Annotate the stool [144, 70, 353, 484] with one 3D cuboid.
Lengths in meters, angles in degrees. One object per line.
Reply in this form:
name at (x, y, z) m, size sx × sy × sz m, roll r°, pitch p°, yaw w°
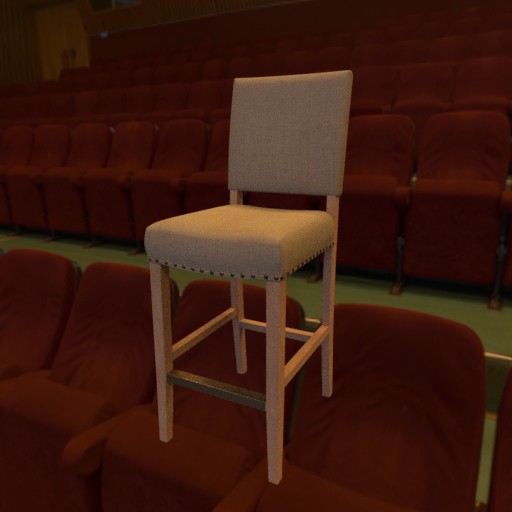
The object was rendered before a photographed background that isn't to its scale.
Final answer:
stool at (0.000, 0.000, 1.457) m, size 0.445 × 1.173 × 0.585 m, roll 7°, pitch 16°, yaw 27°
